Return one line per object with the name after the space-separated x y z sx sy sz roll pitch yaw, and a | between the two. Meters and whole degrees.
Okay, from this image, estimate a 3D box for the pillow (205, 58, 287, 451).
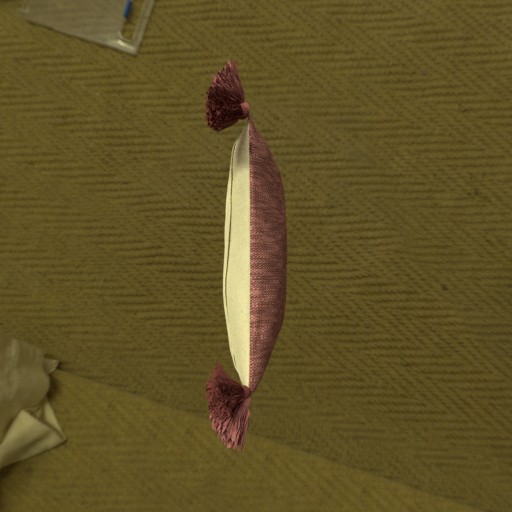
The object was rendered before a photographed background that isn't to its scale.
0.000 0.000 0.973 0.138 0.659 0.641 0 89 3 | pillow
